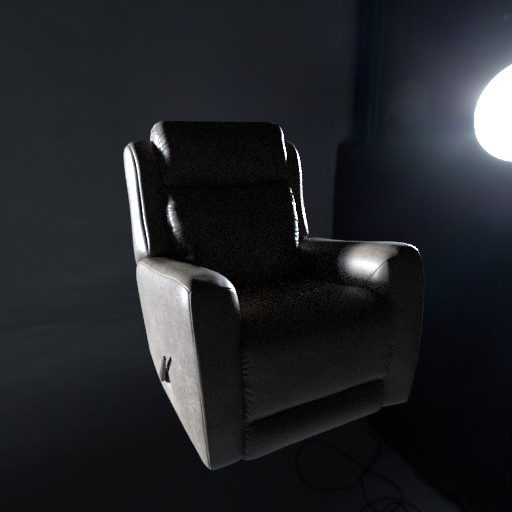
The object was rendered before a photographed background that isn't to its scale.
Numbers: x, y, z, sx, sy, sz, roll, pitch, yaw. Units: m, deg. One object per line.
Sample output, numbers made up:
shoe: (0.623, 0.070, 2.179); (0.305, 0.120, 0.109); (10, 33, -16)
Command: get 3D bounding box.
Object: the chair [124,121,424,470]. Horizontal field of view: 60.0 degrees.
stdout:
chair: (0.000, 0.000, 1.892); (0.967, 1.116, 1.068); (-8, 17, -26)
